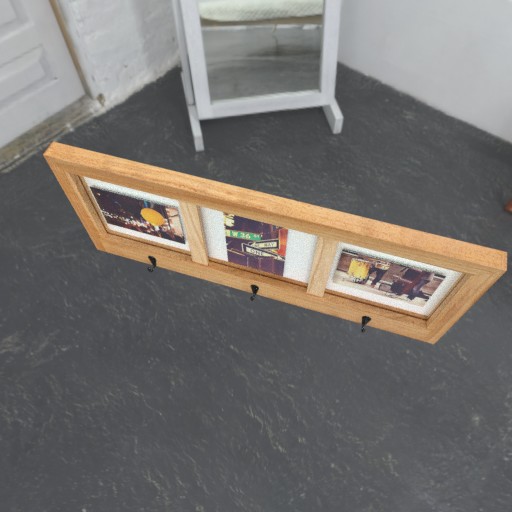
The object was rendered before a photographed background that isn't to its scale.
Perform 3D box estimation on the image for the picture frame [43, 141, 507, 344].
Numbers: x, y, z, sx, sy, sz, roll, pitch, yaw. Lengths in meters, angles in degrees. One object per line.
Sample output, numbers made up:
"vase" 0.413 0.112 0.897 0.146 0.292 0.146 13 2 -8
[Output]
"picture frame" 0.000 0.000 0.636 0.582 0.234 0.045 15 60 9
